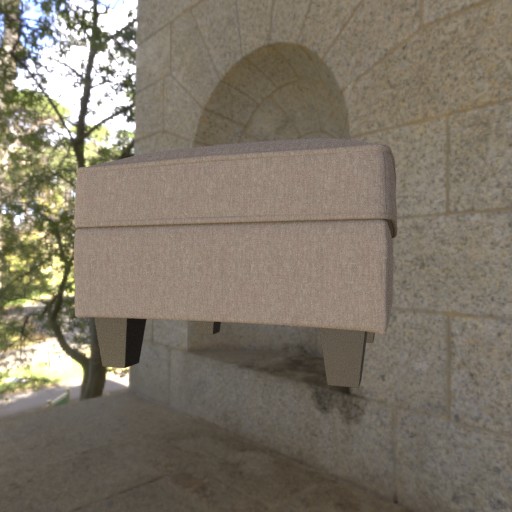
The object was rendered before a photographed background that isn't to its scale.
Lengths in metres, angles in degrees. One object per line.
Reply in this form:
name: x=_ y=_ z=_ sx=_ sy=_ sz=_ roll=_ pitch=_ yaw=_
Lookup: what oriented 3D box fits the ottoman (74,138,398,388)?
ottoman: x=0.000 y=0.000 z=1.429 sx=0.871 sy=0.612 sz=0.808 roll=0 pitch=-1 yaw=18
